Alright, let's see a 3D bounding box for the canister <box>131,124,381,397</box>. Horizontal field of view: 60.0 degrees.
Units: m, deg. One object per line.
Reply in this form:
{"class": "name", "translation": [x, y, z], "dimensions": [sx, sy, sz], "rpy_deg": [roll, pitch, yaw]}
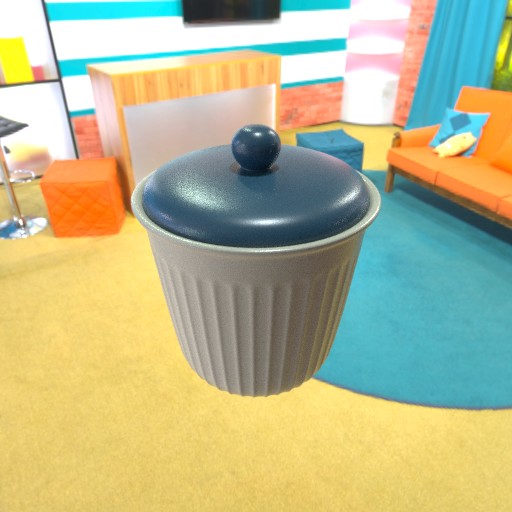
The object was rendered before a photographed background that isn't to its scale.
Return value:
{"class": "canister", "translation": [0.000, 0.000, 0.360], "dimensions": [0.181, 0.211, 0.181], "rpy_deg": [0, 32, 0]}
